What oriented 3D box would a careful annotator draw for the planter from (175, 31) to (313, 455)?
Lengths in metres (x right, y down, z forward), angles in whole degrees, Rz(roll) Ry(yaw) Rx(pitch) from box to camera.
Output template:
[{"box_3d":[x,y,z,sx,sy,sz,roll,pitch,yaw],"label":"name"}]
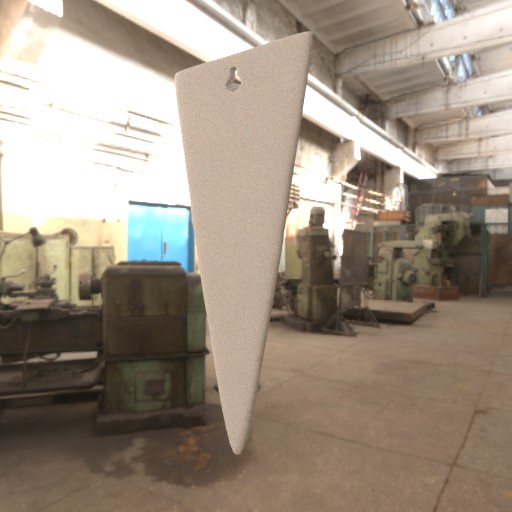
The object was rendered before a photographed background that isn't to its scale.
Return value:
[{"box_3d":[0.000,0.000,0.397,0.143,0.338,0.065,1,2,35],"label":"planter"}]
